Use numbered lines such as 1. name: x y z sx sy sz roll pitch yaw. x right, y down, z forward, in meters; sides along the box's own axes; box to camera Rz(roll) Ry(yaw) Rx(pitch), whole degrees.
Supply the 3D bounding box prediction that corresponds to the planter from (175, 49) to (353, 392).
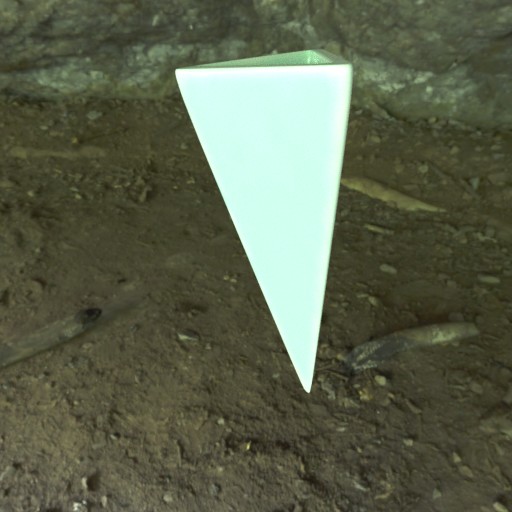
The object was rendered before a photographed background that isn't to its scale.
1. planter: 0.000 0.000 0.215 0.064 0.178 0.080 0 28 0
